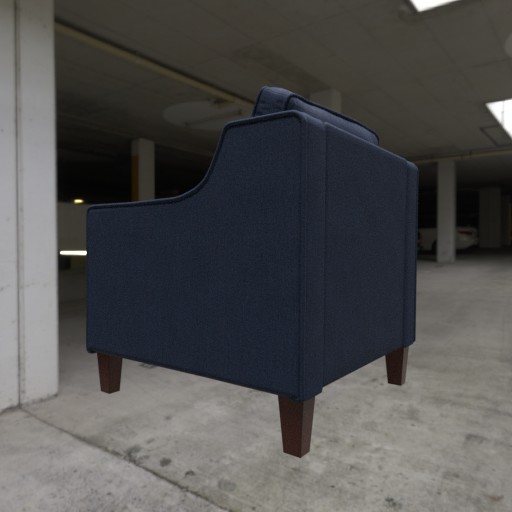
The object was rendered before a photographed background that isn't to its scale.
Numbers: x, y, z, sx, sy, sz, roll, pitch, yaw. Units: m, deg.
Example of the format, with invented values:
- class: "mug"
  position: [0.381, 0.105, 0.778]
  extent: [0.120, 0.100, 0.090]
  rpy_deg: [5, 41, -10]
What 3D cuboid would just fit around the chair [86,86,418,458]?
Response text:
- class: "chair"
  position: [0.000, 0.000, 1.617]
  extent: [0.909, 0.960, 0.831]
  rpy_deg: [1, 1, 37]
